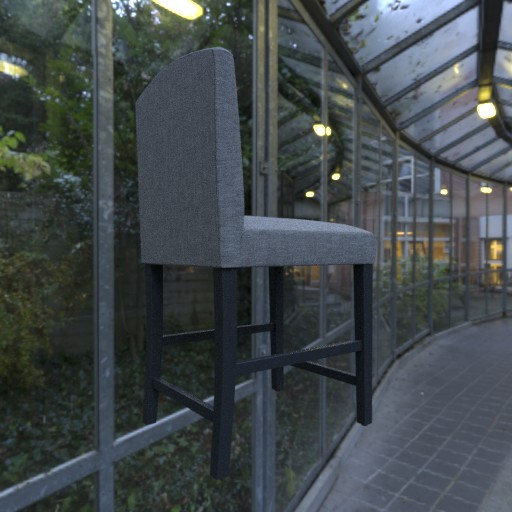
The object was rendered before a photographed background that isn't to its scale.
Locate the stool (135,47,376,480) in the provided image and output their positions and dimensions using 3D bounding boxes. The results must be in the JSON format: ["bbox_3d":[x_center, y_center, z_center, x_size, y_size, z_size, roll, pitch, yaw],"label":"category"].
[{"bbox_3d":[0.000,0.000,1.274,0.552,0.966,0.451,0,1,-37],"label":"stool"}]
